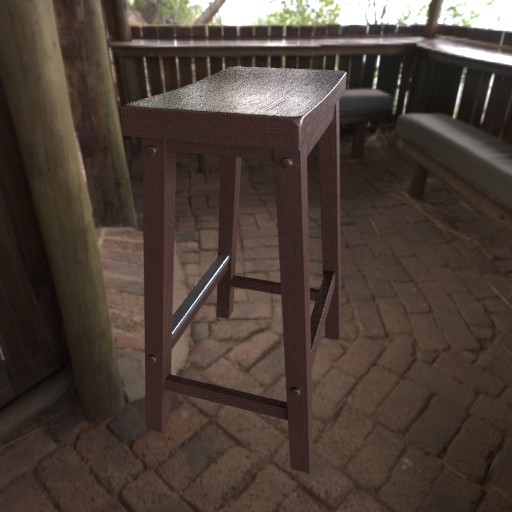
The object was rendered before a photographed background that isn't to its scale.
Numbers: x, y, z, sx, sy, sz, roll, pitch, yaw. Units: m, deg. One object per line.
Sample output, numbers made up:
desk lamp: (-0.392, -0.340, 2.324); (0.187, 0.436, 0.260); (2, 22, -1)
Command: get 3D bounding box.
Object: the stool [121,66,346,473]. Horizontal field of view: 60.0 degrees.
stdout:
stool: (0.000, 0.000, 0.836); (0.322, 0.610, 0.406); (9, 31, 15)
